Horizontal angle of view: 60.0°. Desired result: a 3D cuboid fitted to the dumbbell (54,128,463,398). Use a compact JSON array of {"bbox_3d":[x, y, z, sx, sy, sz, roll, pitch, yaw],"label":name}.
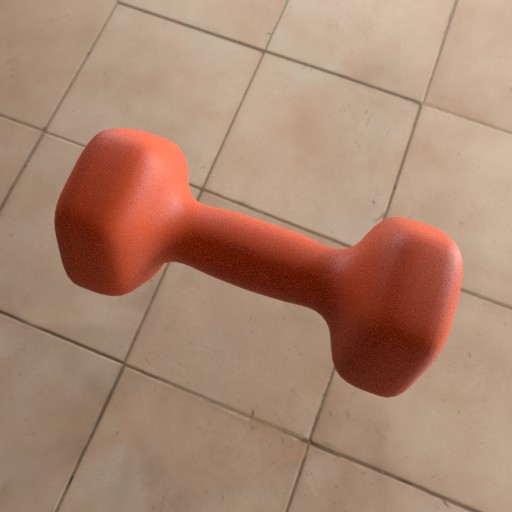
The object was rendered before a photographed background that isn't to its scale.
[{"bbox_3d":[0.000,0.000,0.195,0.162,0.071,0.079,20,76,5],"label":"dumbbell"}]
